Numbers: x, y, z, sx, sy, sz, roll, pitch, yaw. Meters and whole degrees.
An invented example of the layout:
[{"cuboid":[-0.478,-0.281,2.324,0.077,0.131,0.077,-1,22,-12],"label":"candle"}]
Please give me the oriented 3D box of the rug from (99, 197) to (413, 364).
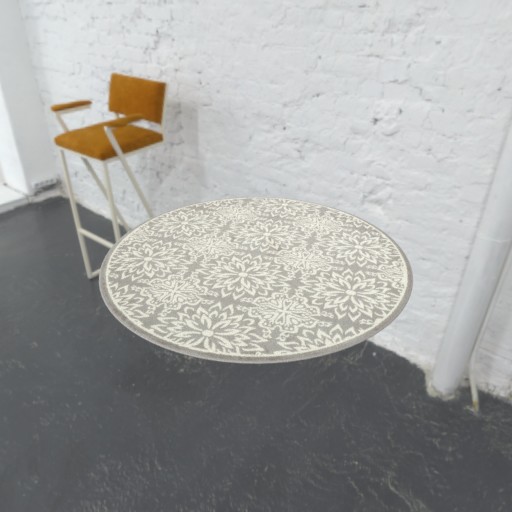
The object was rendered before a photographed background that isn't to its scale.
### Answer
[{"cuboid":[0.000,0.000,2.349,1.593,0.012,1.593,0,30,0],"label":"rug"}]
